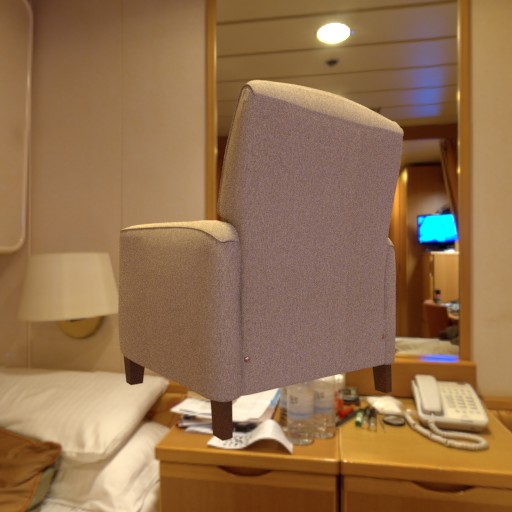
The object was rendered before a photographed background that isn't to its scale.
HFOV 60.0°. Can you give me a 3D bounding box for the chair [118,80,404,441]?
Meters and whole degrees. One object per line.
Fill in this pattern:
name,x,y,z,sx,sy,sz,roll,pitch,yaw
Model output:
chair,0.000,0.000,1.705,0.848,1.014,0.864,0,-1,-37
